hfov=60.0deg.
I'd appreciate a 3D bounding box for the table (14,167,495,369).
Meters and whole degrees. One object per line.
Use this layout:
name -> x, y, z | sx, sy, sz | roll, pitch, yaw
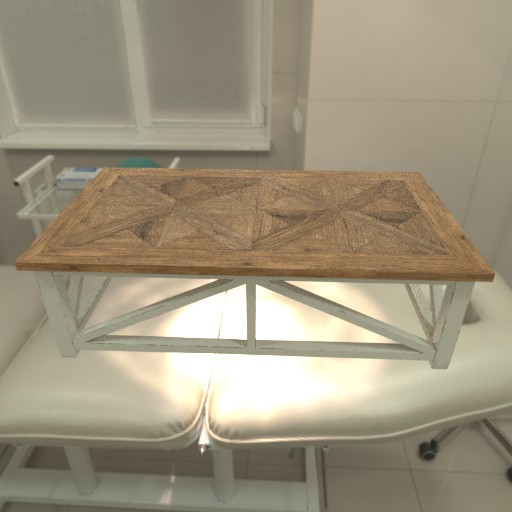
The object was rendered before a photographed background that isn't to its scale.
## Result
table -> 0.000, 0.000, 1.734 | 1.400, 0.410, 0.800 | 1, 32, 2
